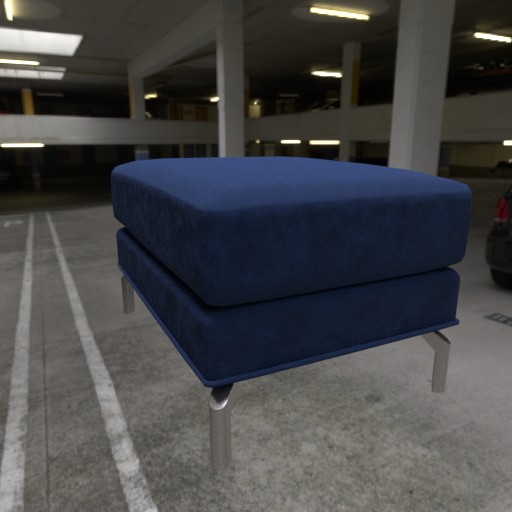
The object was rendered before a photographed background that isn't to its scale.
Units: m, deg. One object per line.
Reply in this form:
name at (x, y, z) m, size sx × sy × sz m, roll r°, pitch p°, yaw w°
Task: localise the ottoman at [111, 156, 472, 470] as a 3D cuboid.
ottoman at (0.000, 0.000, 1.156) m, size 0.587 × 0.498 × 0.835 m, roll -7°, pitch 16°, yaw -26°
